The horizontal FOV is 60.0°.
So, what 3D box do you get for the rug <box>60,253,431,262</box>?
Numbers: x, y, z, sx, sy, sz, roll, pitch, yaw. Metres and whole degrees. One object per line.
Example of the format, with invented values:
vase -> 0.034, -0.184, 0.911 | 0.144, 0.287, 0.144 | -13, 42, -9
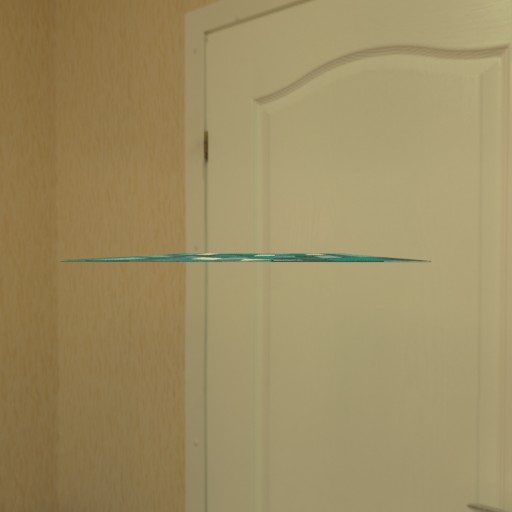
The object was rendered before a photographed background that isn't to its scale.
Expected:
rug -> 0.000, 0.000, 3.007 | 1.528, 0.005, 2.420 | 0, 1, 3
